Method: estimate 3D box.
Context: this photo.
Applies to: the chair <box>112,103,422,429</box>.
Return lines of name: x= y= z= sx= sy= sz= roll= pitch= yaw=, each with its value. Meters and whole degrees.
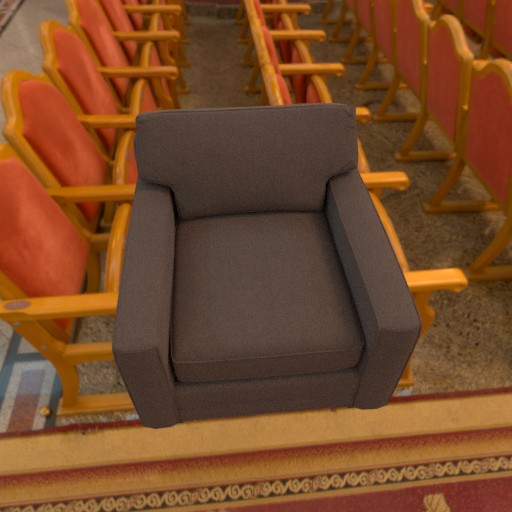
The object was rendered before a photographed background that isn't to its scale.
chair: x=0.000 y=0.000 z=1.832 sx=0.997 sy=0.913 sz=1.043 roll=-4 pitch=46 yaw=-4
